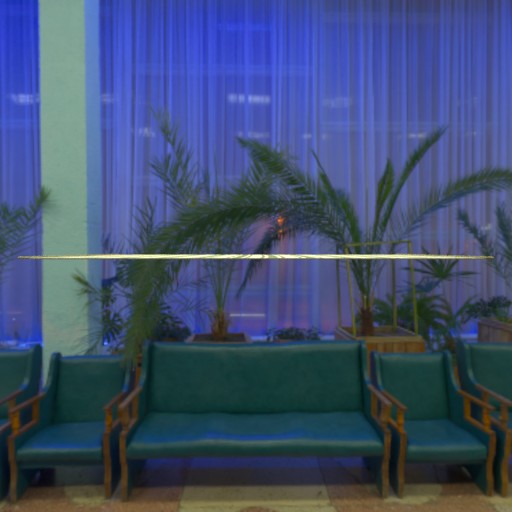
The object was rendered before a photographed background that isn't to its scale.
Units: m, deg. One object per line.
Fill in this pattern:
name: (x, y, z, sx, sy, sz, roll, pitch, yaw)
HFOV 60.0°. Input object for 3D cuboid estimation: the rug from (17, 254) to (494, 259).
rug: (0.000, 0.000, 3.000, 2.435, 0.018, 1.540, 0, 1, 1)
